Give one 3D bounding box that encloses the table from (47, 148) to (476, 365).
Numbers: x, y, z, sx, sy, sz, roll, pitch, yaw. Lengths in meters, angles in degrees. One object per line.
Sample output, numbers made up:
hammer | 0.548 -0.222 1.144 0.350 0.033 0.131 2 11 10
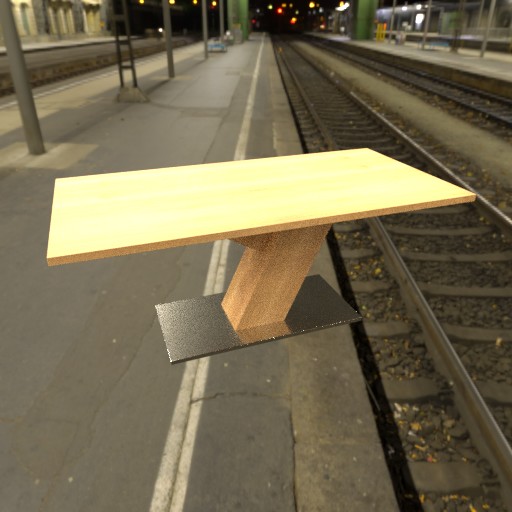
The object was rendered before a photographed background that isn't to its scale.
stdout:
table | 0.000 0.000 2.286 1.800 0.750 0.900 -10 29 -18
